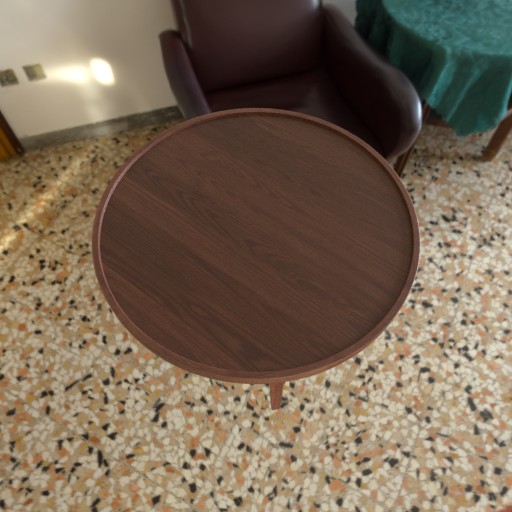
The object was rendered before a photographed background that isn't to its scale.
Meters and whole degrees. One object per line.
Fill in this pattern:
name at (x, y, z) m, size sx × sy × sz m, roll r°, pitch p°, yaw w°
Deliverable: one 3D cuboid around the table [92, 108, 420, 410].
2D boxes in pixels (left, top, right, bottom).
table at (0.000, 0.000, 1.251) m, size 0.800 × 0.360 × 0.800 m, roll 0°, pitch 59°, yaw 0°
